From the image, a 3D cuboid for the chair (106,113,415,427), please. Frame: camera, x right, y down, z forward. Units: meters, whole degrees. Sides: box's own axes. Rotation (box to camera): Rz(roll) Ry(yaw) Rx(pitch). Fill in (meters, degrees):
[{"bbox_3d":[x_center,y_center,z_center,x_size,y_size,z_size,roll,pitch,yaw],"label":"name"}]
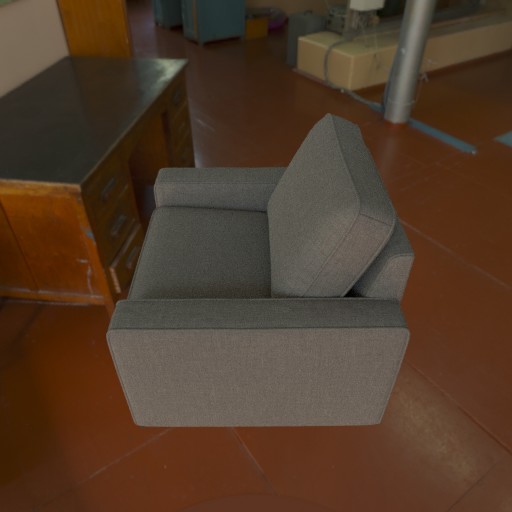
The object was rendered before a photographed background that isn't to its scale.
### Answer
[{"bbox_3d":[0.000,0.000,1.766,0.940,0.919,1.017,0,40,0],"label":"chair"}]
